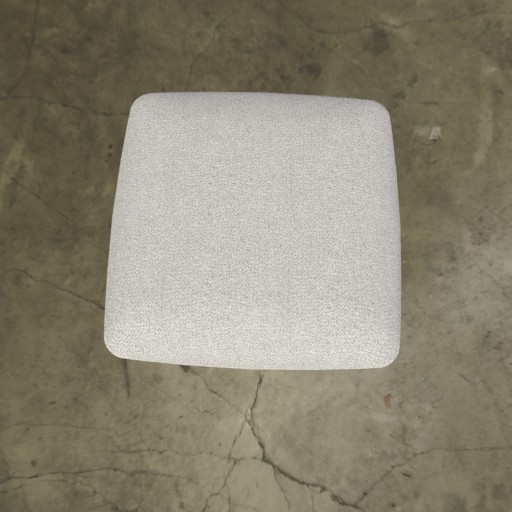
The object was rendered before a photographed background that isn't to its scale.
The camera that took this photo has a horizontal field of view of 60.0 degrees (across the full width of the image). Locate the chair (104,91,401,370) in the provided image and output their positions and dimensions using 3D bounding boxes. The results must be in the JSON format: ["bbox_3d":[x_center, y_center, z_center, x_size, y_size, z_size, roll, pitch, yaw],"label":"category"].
[{"bbox_3d":[0.000,0.000,0.709,0.350,0.440,0.350,2,76,1],"label":"chair"}]
